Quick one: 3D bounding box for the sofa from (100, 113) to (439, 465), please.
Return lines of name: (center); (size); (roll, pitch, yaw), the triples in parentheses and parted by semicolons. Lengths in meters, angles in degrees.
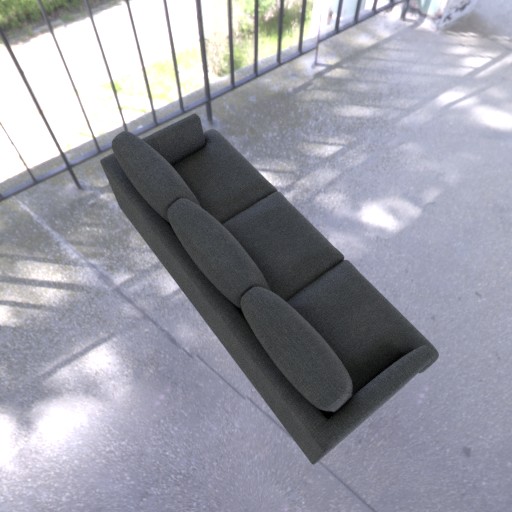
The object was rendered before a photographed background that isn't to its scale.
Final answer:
sofa: (0.000, 0.000, 2.756); (0.903, 0.930, 2.246); (-33, 64, -18)
